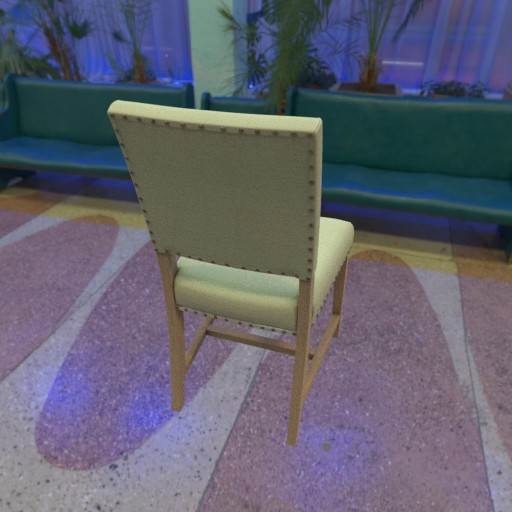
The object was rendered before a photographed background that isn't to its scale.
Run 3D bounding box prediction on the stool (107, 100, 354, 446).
[{"bbox_3d":[0.000,0.000,1.327,0.508,0.986,0.623,10,34,16],"label":"stool"}]
